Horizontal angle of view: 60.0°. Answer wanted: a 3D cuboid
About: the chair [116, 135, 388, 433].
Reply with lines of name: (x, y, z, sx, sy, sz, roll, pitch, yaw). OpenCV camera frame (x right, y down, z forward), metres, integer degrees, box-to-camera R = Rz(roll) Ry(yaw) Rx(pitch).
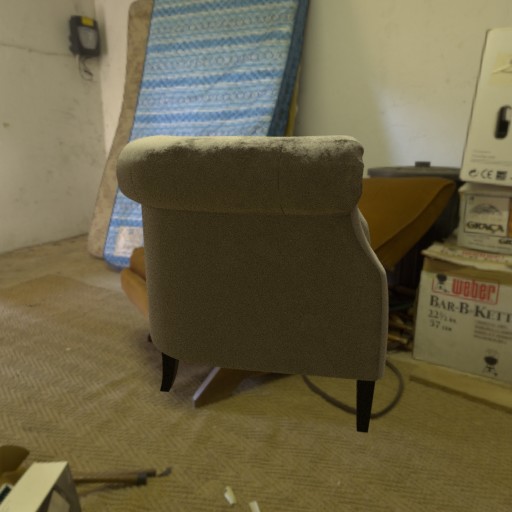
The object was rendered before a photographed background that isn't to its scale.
chair: (0.000, 0.000, 1.572, 0.851, 0.826, 0.904, 3, 15, 10)
